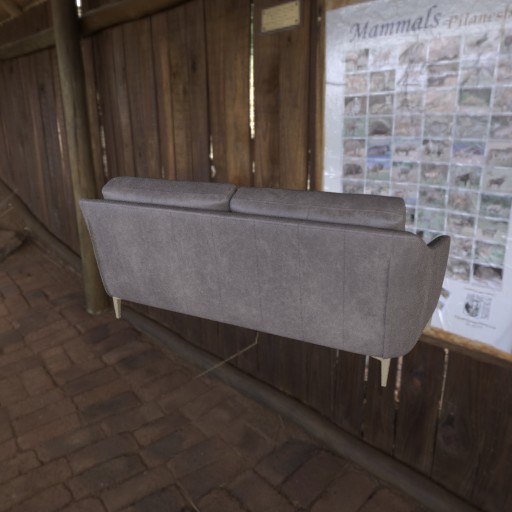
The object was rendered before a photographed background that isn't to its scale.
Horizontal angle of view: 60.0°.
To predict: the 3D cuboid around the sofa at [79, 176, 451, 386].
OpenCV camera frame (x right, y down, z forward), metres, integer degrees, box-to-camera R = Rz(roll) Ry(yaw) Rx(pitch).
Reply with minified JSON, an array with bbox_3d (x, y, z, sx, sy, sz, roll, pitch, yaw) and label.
[{"bbox_3d":[0.000,0.000,2.617,2.036,0.902,0.960,8,19,26],"label":"sofa"}]
